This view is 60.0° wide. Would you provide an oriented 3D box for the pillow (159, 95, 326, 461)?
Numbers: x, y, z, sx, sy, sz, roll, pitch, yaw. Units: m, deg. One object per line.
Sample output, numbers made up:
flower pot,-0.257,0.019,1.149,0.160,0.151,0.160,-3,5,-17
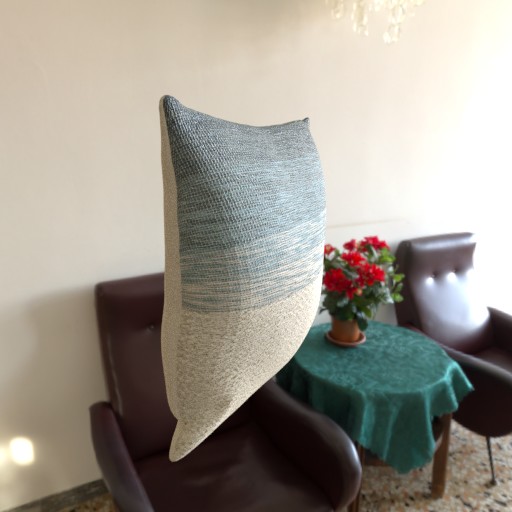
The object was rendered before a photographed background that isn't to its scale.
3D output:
pillow,0.000,0.000,0.688,0.182,0.441,0.440,7,17,26
